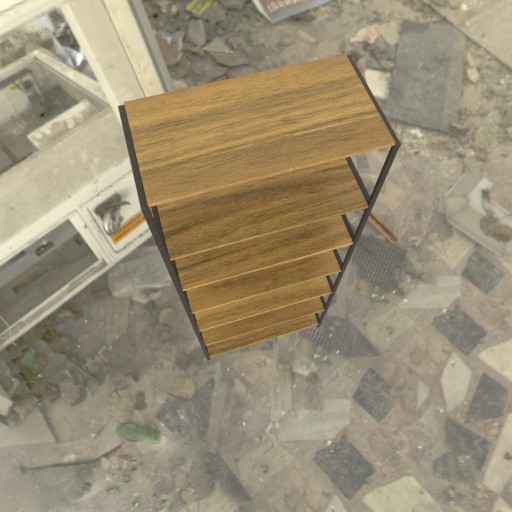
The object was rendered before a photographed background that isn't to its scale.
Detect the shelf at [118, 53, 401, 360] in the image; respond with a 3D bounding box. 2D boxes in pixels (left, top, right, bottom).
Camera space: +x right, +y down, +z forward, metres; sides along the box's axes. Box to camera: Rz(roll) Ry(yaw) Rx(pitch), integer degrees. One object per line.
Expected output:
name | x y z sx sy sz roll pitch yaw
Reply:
shelf | 0.000 0.000 2.357 0.847 2.015 0.431 -15 65 -7
